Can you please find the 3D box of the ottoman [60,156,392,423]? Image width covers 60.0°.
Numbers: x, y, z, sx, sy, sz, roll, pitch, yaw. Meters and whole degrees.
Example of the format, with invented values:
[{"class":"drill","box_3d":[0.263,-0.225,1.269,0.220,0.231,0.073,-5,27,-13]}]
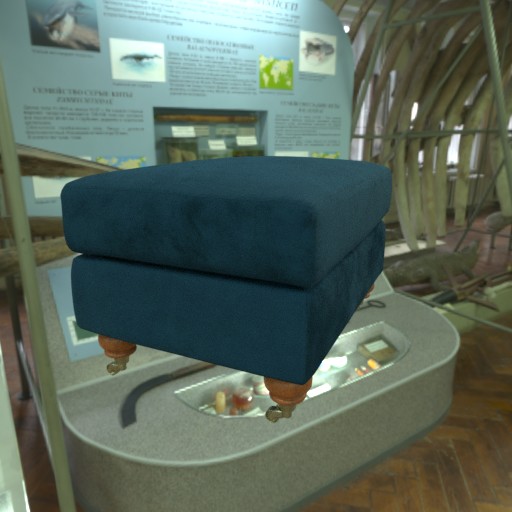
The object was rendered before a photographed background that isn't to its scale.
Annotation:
[{"class":"ottoman","box_3d":[0.000,0.000,1.168,0.572,0.503,0.773,7,18,24]}]
